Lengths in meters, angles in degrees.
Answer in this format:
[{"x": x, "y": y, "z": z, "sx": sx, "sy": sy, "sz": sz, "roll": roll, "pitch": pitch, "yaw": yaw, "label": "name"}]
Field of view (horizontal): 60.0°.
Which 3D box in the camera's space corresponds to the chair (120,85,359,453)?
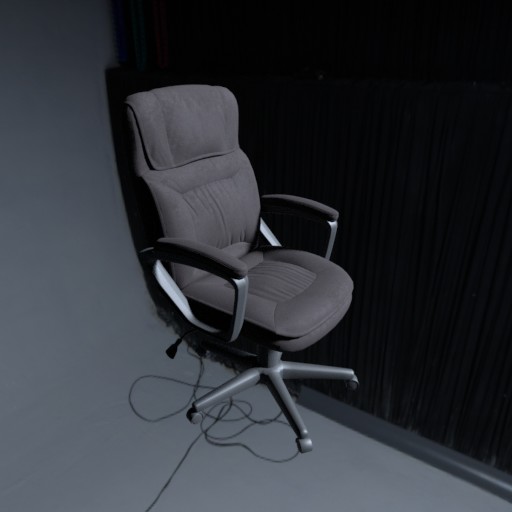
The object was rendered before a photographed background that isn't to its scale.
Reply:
[{"x": 0.000, "y": 0.000, "z": 1.564, "sx": 0.724, "sy": 1.105, "sz": 0.667, "roll": 16, "pitch": 29, "yaw": 32, "label": "chair"}]
